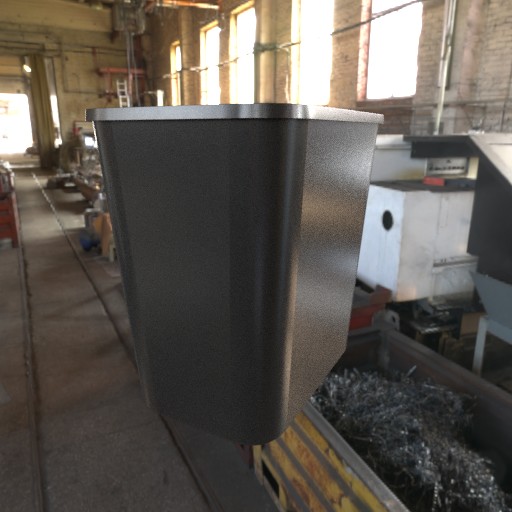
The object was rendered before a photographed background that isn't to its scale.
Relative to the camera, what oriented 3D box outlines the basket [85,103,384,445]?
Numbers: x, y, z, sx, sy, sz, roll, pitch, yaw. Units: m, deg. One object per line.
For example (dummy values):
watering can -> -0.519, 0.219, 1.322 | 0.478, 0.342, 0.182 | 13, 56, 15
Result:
basket -> 0.000, 0.000, 0.500 | 0.211, 0.307, 0.300 | 8, 18, 27
